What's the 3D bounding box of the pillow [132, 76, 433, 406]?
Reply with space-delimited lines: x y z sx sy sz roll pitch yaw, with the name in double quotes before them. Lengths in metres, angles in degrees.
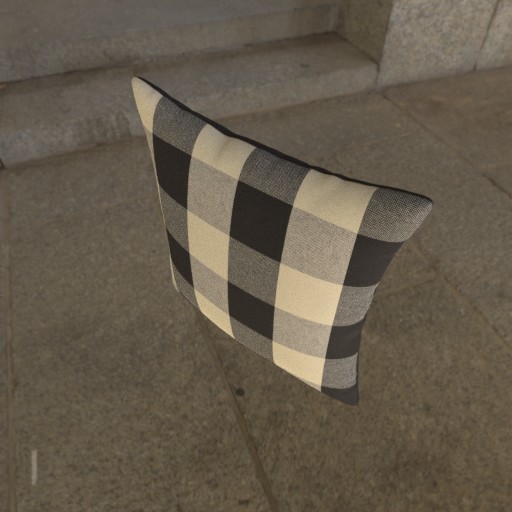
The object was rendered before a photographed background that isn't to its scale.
"pillow" 0.000 0.000 0.789 0.511 0.509 0.161 30 53 26
